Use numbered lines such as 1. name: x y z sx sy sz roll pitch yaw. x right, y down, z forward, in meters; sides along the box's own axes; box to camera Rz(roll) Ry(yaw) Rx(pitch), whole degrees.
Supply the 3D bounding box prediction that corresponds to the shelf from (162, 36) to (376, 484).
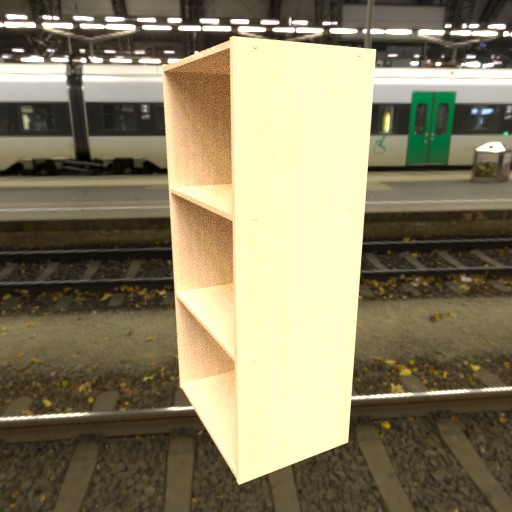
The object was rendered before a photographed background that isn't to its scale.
1. shelf: 0.000 0.000 1.067 0.292 0.876 0.417 -8 19 -26
